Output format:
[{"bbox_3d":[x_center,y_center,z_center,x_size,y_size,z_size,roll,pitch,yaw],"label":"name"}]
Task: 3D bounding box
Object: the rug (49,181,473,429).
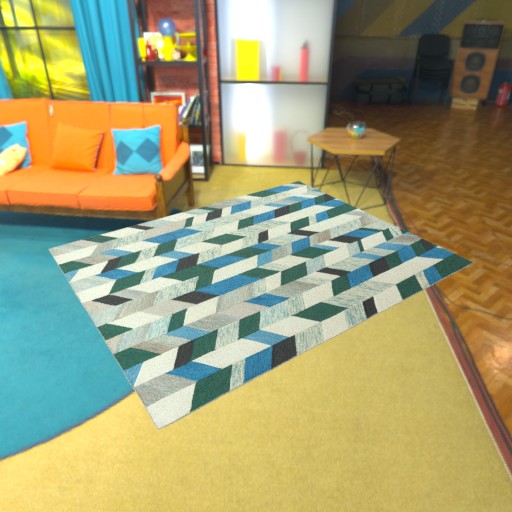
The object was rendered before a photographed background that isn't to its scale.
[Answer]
[{"bbox_3d":[0.000,0.000,4.039,3.036,0.008,2.440,-20,36,-30],"label":"rug"}]
